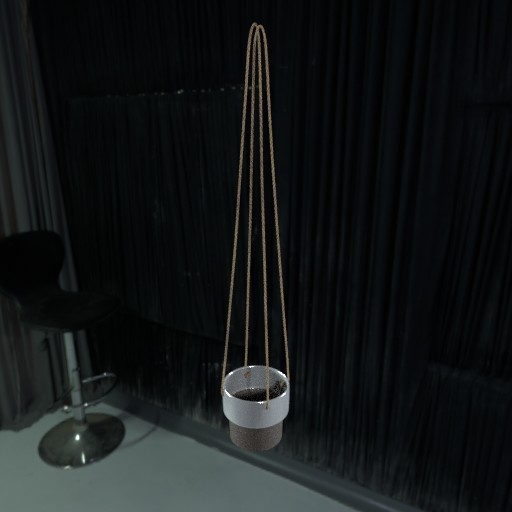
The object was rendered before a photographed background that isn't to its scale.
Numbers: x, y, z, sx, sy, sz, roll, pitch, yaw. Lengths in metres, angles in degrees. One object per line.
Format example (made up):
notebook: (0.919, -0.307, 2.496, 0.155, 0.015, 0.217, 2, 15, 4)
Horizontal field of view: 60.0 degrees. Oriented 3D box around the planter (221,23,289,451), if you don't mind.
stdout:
planter: (0.000, 0.000, 1.133, 0.187, 1.073, 0.187, 8, 18, 26)
